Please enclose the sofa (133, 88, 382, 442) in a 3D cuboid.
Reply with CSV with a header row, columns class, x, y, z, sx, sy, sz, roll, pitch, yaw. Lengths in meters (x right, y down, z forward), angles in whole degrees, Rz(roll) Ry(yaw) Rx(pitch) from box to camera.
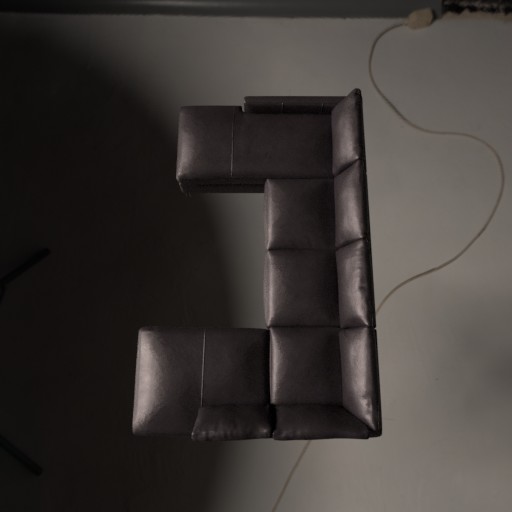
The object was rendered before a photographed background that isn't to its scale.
class,x,y,z,sx,sy,sz,roll,pitch,yaw
sofa,0.000,0.000,3.885,1.939,0.900,2.956,0,76,0
